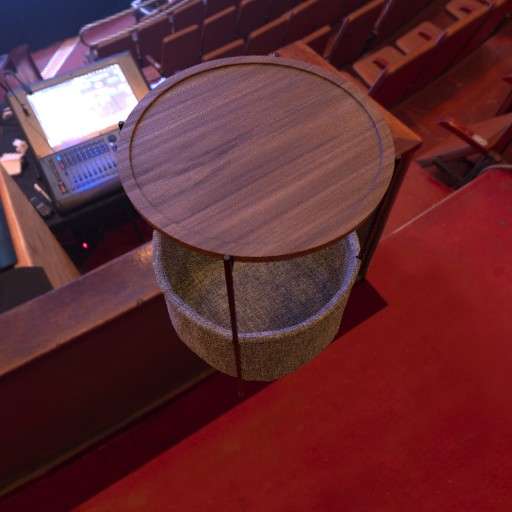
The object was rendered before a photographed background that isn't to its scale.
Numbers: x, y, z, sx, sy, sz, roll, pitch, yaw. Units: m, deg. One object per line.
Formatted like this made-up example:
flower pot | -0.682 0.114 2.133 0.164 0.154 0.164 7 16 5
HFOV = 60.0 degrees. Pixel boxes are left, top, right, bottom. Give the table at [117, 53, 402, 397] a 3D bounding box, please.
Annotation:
table | 0.000 0.000 0.886 0.400 0.623 0.400 -31 63 -18
